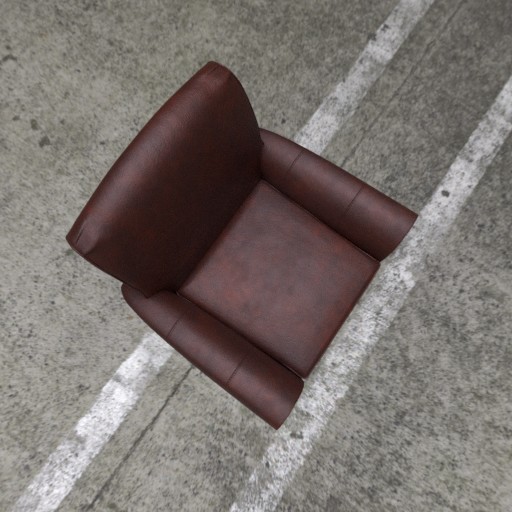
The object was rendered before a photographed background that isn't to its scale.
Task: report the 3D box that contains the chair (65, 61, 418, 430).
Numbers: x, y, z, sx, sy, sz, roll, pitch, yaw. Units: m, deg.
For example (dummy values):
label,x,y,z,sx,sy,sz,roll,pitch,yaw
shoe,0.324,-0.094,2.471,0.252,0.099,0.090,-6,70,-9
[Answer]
label,x,y,z,sx,sy,sz,roll,pitch,yaw
chair,0.000,0.000,1.774,0.902,1.061,0.978,35,80,7
